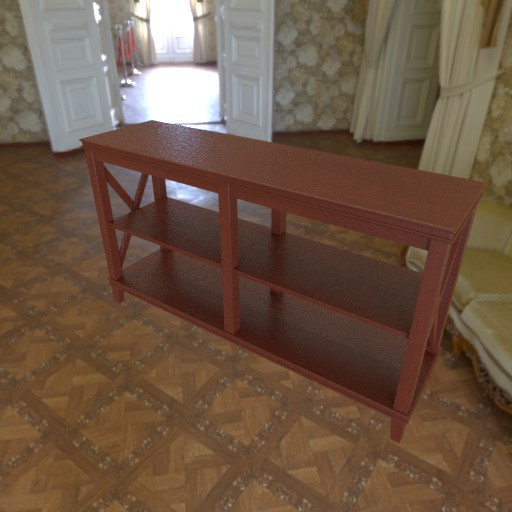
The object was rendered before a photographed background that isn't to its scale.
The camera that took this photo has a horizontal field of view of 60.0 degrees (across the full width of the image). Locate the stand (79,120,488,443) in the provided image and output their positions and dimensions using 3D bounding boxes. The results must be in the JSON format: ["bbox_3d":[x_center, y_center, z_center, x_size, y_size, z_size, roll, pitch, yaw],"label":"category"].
[{"bbox_3d":[0.000,0.000,1.677,1.372,0.762,0.381,19,35,29],"label":"stand"}]
